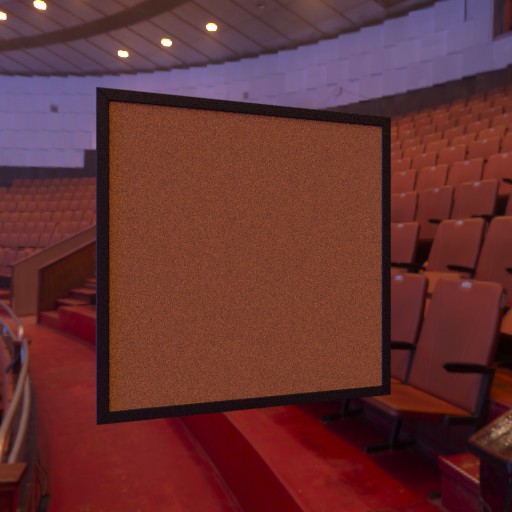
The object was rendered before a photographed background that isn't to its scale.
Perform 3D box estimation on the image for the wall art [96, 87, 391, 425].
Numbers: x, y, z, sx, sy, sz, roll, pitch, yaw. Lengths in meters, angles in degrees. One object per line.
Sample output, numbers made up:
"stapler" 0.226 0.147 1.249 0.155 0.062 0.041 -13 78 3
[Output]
"wall art" 0.000 0.000 1.125 0.763 0.763 0.037 0 0 -17
